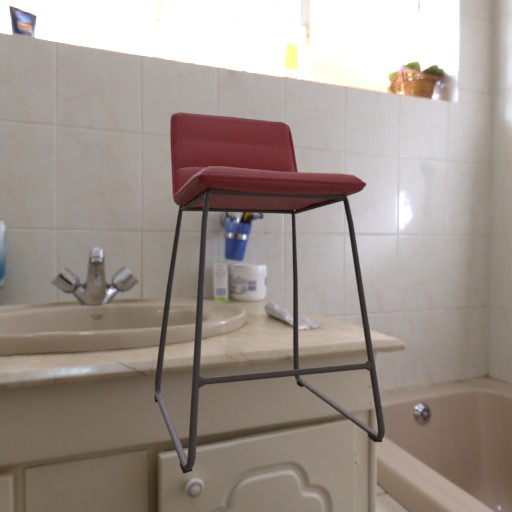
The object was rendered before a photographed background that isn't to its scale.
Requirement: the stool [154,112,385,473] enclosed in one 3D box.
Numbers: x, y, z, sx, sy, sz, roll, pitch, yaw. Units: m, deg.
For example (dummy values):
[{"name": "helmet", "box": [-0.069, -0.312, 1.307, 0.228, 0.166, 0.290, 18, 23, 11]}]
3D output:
[{"name": "stool", "box": [0.000, 0.000, 1.180, 0.489, 0.866, 0.524, 0, 1, -18]}]
